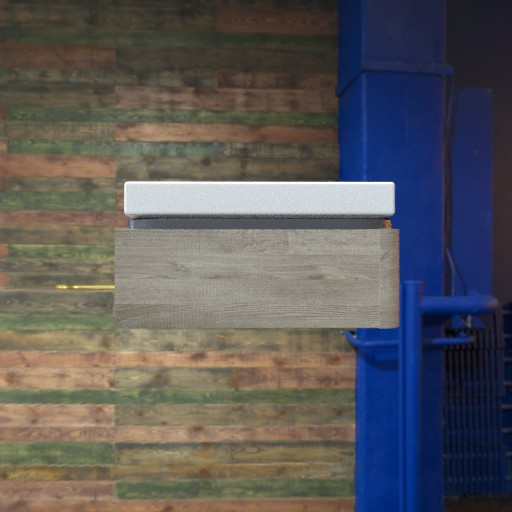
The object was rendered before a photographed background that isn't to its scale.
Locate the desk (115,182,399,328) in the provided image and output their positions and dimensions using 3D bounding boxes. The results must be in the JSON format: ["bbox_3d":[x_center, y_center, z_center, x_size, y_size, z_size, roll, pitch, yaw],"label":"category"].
[{"bbox_3d":[0.000,0.000,2.305,0.900,0.455,1.900,0,0,-1],"label":"desk"}]
